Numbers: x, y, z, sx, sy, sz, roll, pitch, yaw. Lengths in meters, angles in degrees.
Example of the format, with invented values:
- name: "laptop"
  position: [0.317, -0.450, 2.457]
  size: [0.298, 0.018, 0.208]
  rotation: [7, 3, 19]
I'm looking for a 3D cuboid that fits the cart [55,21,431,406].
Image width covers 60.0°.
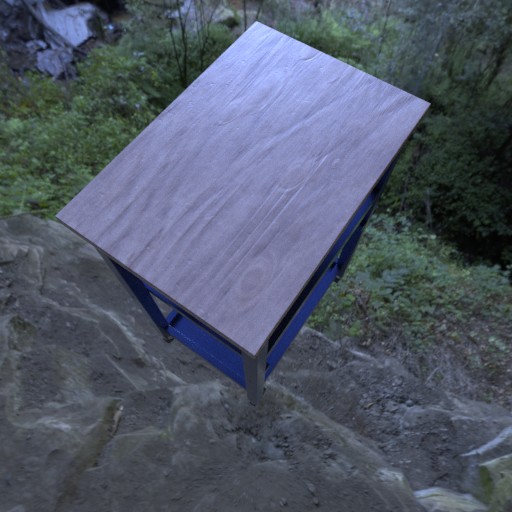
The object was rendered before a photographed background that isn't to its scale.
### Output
- name: "cart"
  position: [0.000, 0.000, 1.156]
  size: [0.403, 0.839, 0.584]
  rotation: [32, 69, 14]
